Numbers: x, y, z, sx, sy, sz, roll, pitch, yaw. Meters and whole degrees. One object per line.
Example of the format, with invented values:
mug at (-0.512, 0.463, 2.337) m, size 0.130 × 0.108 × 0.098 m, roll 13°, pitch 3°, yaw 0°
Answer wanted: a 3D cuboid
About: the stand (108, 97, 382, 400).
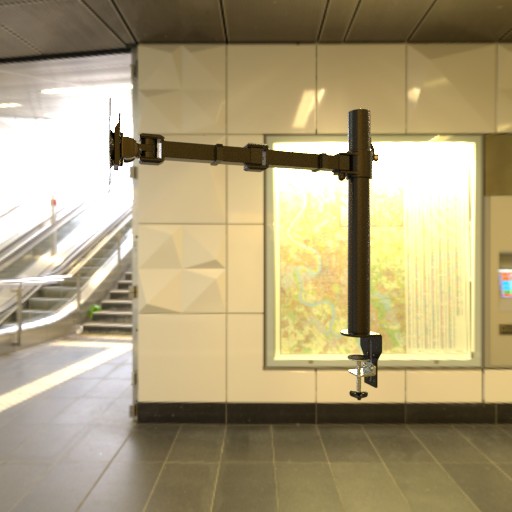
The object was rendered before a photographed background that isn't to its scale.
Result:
stand at (0.000, 0.000, 0.725) m, size 0.456 × 0.510 × 0.115 m, roll 0°, pitch 0°, yaw -19°
